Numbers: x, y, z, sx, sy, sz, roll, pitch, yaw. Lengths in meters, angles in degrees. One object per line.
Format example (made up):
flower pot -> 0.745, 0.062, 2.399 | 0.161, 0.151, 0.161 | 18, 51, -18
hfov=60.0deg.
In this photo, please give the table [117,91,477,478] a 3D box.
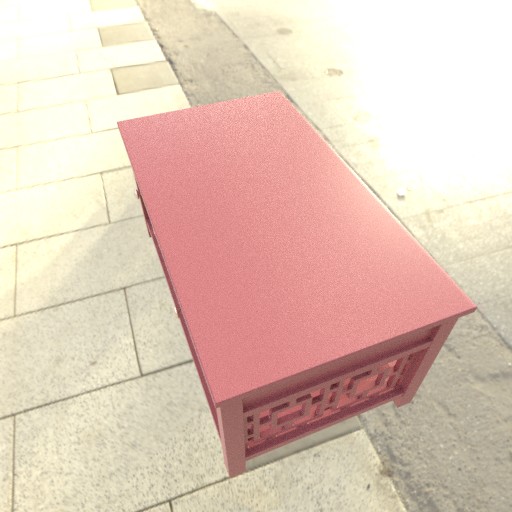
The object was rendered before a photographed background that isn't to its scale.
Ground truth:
table -> 0.000, 0.000, 1.404 | 0.612, 0.493, 1.068 | -16, 49, -15
